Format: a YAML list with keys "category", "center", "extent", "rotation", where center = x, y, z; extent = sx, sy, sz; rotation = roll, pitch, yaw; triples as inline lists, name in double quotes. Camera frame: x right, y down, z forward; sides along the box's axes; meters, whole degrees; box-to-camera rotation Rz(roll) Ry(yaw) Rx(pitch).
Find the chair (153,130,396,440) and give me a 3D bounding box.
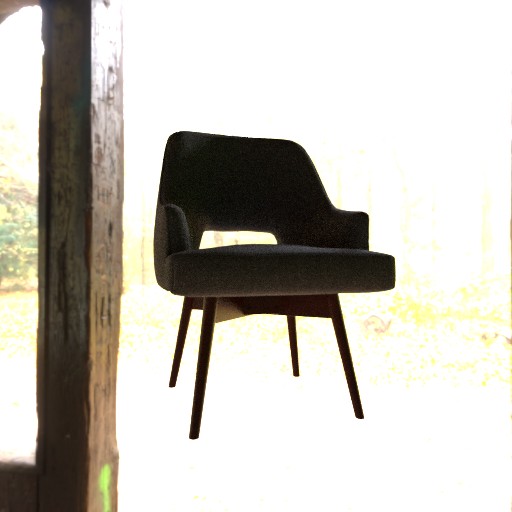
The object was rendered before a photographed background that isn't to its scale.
- category: "chair"
  center: [0.000, 0.000, 1.339]
  extent: [0.608, 0.875, 0.629]
  rotation: [0, 0, -17]
